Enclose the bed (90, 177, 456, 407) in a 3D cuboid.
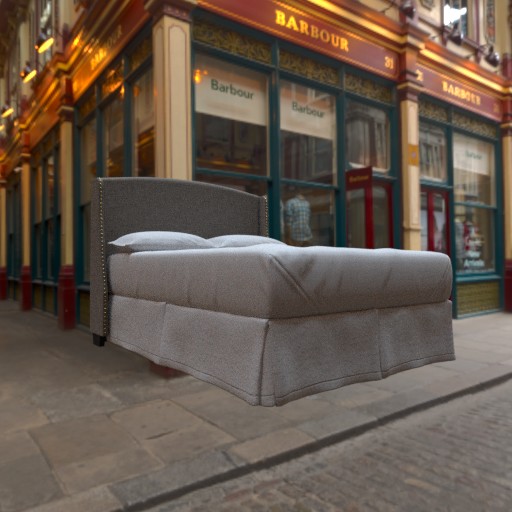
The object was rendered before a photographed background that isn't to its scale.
[{"bbox_3d":[0.000,0.000,3.257,1.710,1.407,2.237,1,-1,-38],"label":"bed"}]
